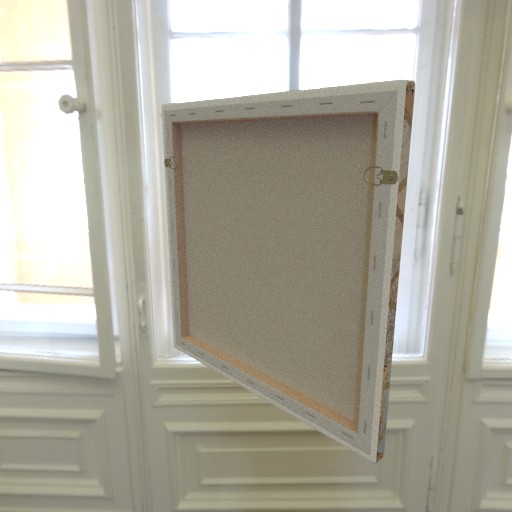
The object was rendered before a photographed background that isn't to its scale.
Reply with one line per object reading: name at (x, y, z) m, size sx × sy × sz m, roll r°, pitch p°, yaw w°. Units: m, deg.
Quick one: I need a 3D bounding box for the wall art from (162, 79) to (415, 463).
wall art at (0.000, 0.000, 1.332) m, size 0.039 × 0.914 × 0.912 m, roll -14°, pitch 20°, yaw -42°
